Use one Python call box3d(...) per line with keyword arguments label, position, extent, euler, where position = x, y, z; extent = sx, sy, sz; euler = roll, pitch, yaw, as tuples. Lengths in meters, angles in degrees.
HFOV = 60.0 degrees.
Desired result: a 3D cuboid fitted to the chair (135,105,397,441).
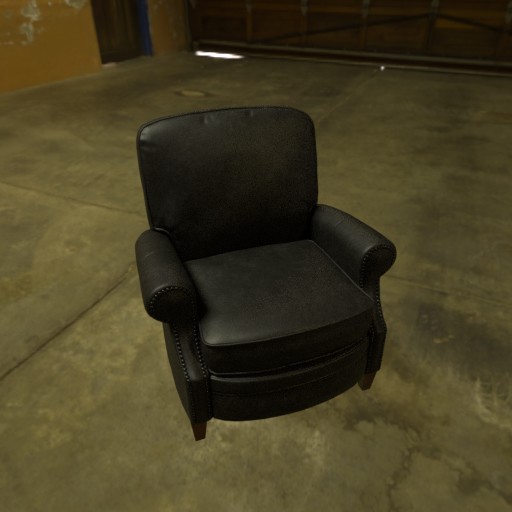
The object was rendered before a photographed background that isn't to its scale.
box3d(label="chair", position=(0.000, 0.000, 1.776), extent=(0.936, 1.018, 0.986), euler=(-11, 33, -17))
